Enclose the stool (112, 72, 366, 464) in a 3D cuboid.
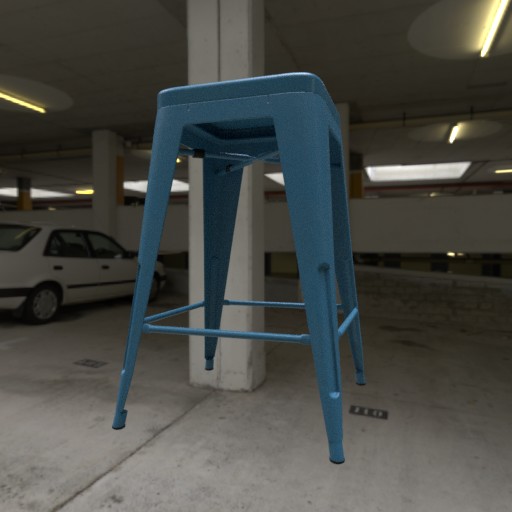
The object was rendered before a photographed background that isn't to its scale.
[{"bbox_3d":[0.000,0.000,0.904,0.410,0.608,0.410,0,2,18],"label":"stool"}]
